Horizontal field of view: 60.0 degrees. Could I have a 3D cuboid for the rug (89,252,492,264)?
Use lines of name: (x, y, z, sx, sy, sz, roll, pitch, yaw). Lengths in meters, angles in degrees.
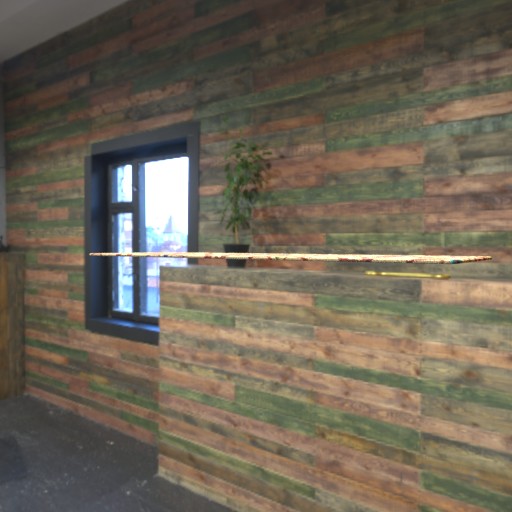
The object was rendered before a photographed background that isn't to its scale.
rug: (0.000, 0.000, 2.493, 2.273, 0.016, 0.693, 1, 2, 38)
